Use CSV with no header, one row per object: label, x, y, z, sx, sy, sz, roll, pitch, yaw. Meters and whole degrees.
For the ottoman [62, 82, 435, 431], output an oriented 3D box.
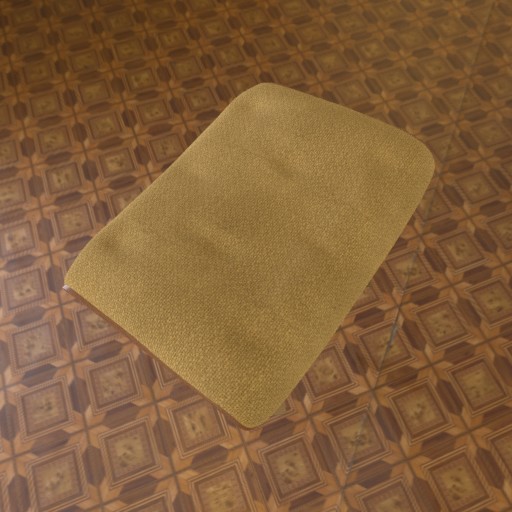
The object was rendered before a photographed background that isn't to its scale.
ottoman,0.000,0.000,0.813,0.394,0.391,0.520,34,68,15
